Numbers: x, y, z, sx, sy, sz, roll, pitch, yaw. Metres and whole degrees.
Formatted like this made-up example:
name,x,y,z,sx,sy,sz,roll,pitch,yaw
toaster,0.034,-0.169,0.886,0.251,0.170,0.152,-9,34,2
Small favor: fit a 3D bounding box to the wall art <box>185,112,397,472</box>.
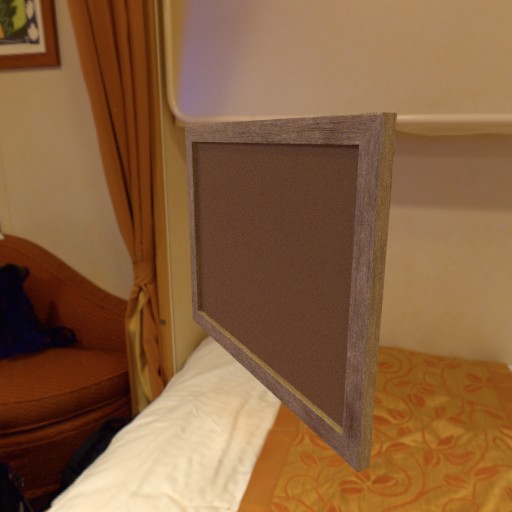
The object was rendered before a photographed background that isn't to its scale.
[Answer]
name,x,y,z,sx,sy,sz,roll,pitch,yaw
wall art,0.000,0.000,0.917,0.026,0.535,0.690,-8,17,-28
